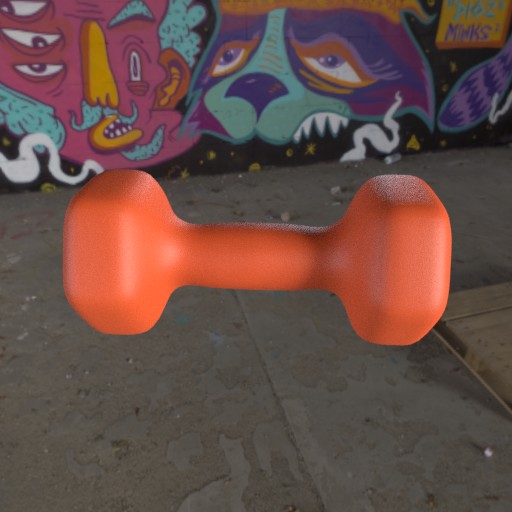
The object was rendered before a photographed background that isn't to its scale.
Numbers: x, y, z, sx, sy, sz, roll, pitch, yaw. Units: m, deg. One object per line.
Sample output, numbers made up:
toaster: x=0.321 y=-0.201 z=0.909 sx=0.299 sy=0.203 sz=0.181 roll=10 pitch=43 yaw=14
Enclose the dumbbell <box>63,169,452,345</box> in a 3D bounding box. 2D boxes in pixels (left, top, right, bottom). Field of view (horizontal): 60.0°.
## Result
dumbbell: x=0.000 y=0.000 z=0.205 sx=0.162 sy=0.071 sz=0.079 roll=2 pitch=31 yaw=3
